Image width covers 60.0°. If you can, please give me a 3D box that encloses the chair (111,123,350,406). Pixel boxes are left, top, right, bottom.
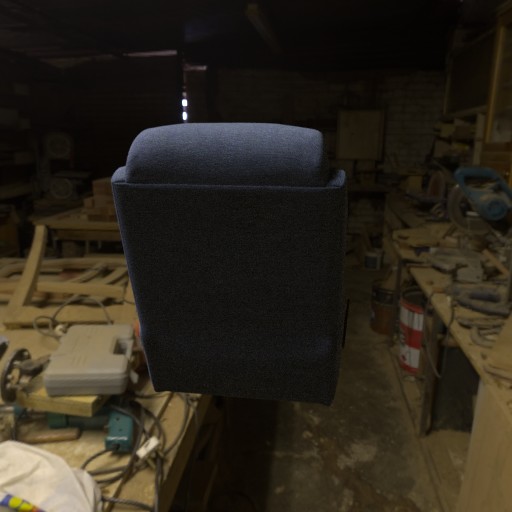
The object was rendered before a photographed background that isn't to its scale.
[{"bbox_3d":[0.000,0.000,1.797,0.798,1.013,1.043,2,15,8],"label":"chair"}]
